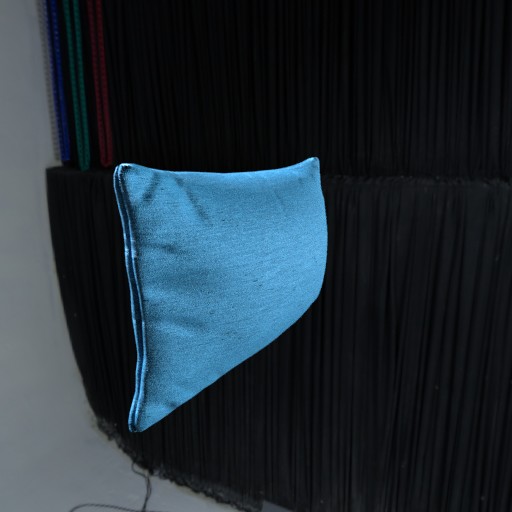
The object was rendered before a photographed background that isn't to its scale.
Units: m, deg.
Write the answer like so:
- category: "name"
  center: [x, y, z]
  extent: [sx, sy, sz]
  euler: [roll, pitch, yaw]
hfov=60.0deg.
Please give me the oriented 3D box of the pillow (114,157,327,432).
- category: "pillow"
  center: [0.000, 0.000, 0.793]
  extent: [0.210, 0.338, 0.633]
  euler: [7, 15, 27]
